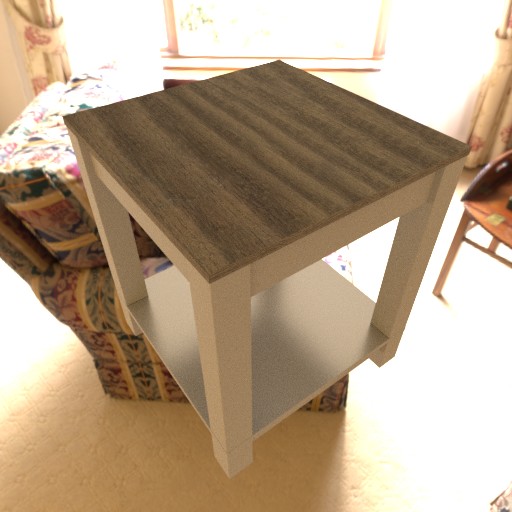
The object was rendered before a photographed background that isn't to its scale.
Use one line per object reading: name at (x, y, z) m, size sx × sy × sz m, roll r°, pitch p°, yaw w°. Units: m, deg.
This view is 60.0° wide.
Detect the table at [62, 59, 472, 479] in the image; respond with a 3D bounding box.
table at (0.000, 0.000, 0.963) m, size 0.504 × 0.587 × 0.506 m, roll -26°, pitch 49°, yaw -26°
